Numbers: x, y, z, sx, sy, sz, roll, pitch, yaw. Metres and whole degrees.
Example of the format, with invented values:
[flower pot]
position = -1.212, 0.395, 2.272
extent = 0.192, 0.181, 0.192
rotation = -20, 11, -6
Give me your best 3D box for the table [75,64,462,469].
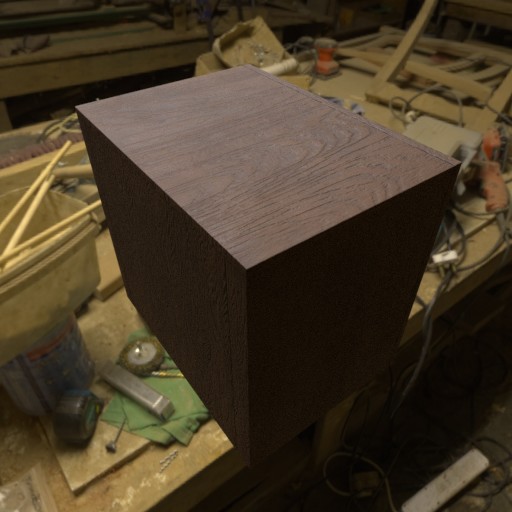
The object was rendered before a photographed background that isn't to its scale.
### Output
[table]
position = 0.000, 0.000, 0.957
extent = 0.439, 0.585, 0.560
rotation = -26, 47, -26
